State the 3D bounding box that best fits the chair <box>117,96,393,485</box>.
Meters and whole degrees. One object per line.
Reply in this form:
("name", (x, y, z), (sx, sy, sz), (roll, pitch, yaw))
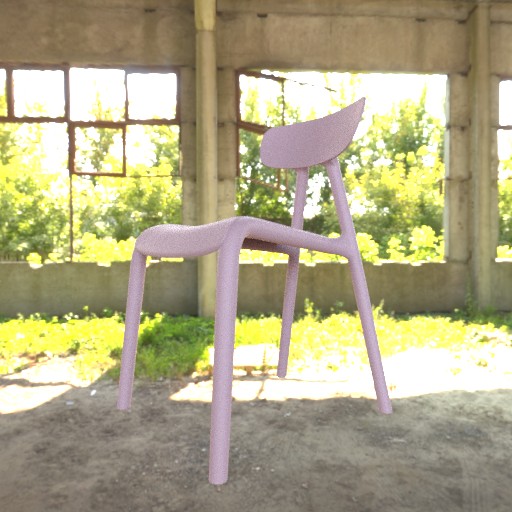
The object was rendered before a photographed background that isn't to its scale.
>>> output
("chair", (0.000, 0.000, 0.817), (0.401, 0.580, 0.356), (-1, 1, -37))
